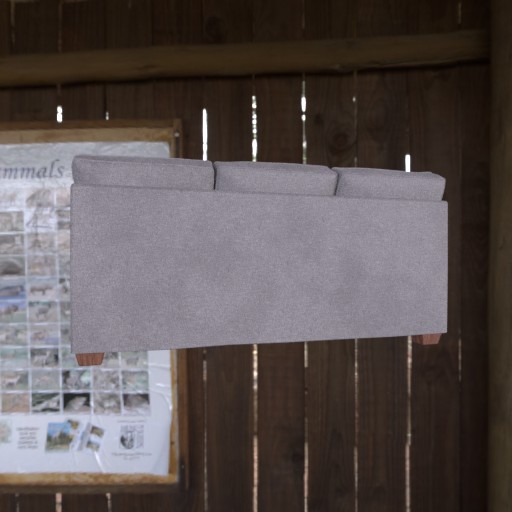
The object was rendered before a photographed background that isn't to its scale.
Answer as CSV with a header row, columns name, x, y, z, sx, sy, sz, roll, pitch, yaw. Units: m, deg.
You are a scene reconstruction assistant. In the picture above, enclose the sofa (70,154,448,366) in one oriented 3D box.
name,x,y,z,sx,sy,sz,roll,pitch,yaw
sofa,0.000,0.000,2.622,1.962,0.973,1.027,0,-1,-17
